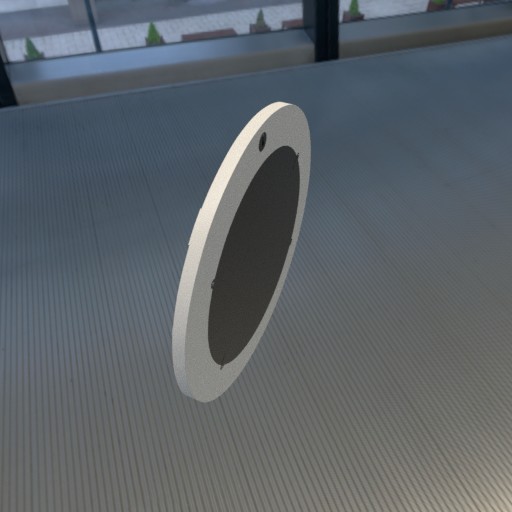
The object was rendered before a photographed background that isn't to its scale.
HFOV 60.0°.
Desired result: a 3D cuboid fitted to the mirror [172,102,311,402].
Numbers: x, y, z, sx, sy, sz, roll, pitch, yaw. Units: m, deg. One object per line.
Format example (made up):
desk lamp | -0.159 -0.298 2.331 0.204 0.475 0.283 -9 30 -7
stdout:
mirror | 0.000 0.000 1.378 0.038 0.914 0.914 18 49 16
